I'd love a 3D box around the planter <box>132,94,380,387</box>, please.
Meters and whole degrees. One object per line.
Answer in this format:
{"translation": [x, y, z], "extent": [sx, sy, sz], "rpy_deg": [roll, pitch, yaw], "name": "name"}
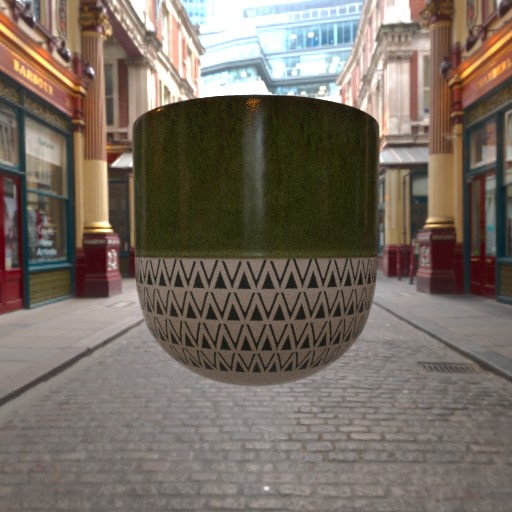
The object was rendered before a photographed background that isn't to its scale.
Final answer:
{"translation": [0.000, 0.000, 0.496], "extent": [0.266, 0.270, 0.266], "rpy_deg": [0, 1, 0], "name": "planter"}
